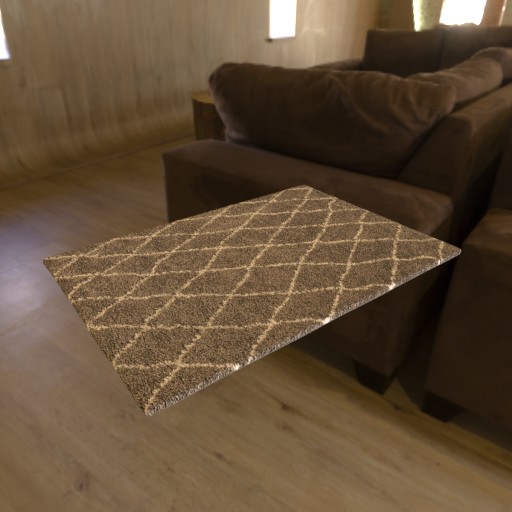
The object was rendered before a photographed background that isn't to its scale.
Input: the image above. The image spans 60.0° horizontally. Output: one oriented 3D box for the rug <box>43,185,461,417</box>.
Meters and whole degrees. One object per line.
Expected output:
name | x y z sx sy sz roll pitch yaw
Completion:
rug | 0.000 0.000 2.271 1.778 0.030 1.219 -20 35 -32
